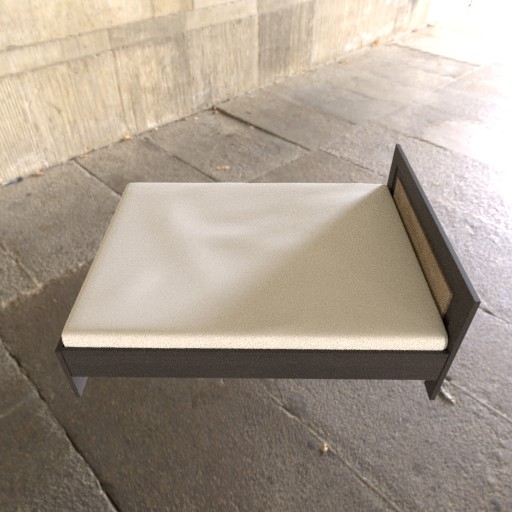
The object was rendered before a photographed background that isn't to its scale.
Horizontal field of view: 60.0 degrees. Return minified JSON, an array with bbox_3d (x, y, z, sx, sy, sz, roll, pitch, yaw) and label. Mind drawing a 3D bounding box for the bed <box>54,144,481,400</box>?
[{"bbox_3d":[0.000,0.000,2.900,2.073,0.823,1.585,0,40,0],"label":"bed"}]
